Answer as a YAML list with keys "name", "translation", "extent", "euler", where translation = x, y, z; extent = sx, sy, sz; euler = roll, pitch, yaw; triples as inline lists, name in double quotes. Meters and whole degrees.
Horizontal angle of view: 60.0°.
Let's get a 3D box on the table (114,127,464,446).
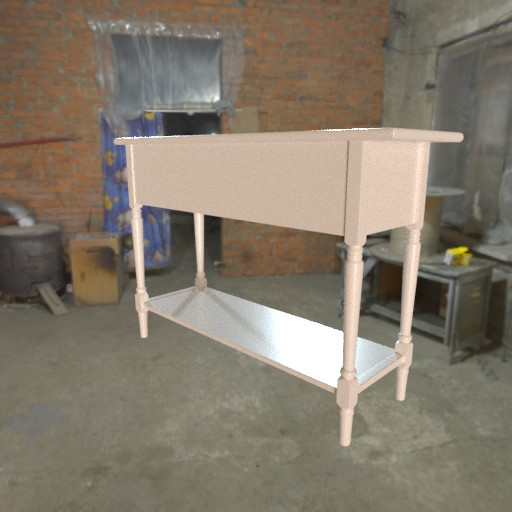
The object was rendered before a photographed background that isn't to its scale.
- name: "table"
  translation: [0.000, 0.000, 1.557]
  extent: [1.191, 0.814, 0.386]
  euler: [13, 18, 43]
